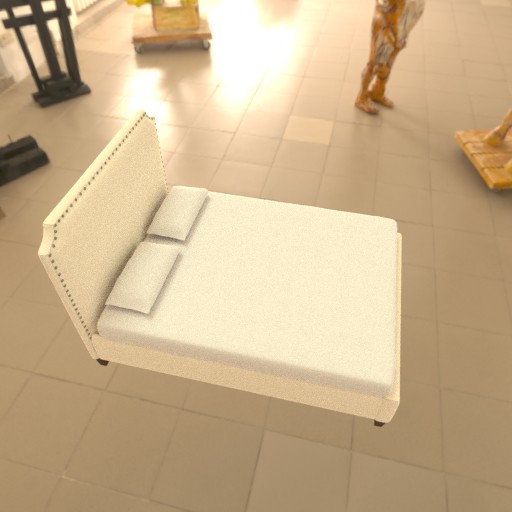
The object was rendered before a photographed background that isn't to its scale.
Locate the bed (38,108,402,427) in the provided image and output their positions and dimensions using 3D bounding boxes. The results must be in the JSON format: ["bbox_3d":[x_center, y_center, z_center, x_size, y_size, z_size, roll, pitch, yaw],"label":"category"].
[{"bbox_3d":[0.000,0.000,3.490,2.372,1.497,1.712,10,47,9],"label":"bed"}]
